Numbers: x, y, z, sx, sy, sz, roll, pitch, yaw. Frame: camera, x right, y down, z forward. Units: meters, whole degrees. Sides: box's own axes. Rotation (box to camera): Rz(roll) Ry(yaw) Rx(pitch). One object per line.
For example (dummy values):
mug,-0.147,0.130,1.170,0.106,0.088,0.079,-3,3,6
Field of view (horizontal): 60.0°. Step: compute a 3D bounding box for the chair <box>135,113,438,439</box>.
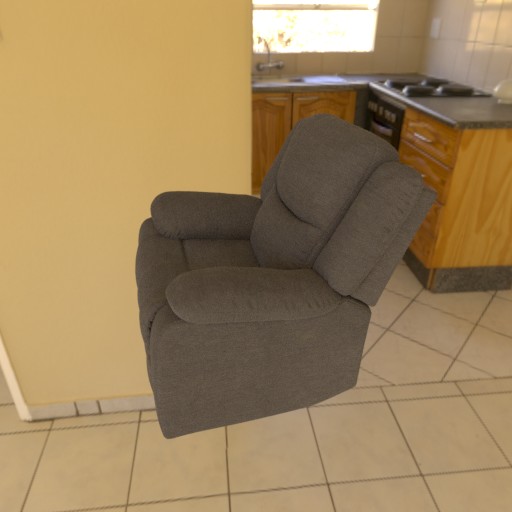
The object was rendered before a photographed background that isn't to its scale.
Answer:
chair,0.000,0.000,1.749,0.944,1.008,0.899,-8,30,-14
